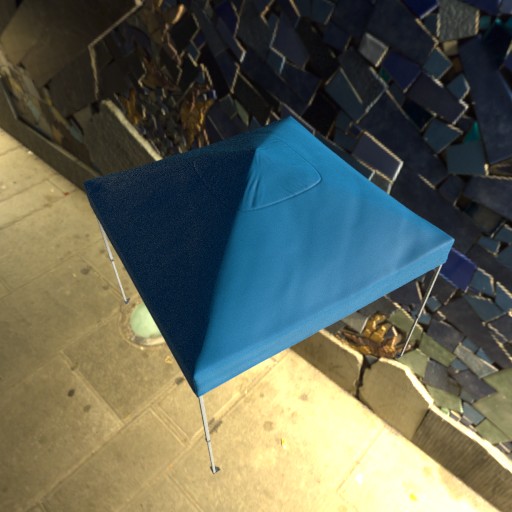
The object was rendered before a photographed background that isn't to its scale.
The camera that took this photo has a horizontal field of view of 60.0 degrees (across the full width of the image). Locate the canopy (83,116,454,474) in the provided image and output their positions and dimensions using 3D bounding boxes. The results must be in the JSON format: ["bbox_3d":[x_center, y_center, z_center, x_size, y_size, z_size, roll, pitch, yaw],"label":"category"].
[{"bbox_3d":[0.000,0.000,5.417,2.996,2.997,2.998,-24,51,-21],"label":"canopy"}]
